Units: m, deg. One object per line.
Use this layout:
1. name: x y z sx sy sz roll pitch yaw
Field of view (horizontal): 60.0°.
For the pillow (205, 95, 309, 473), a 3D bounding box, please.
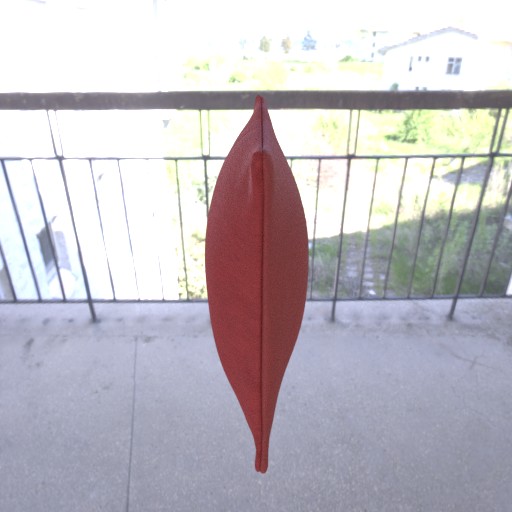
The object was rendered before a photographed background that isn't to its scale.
1. pillow: 0.000 0.000 0.670 0.151 0.416 0.435 0 26 0
